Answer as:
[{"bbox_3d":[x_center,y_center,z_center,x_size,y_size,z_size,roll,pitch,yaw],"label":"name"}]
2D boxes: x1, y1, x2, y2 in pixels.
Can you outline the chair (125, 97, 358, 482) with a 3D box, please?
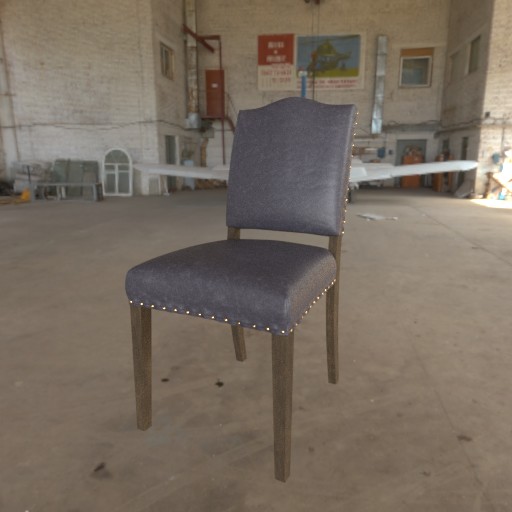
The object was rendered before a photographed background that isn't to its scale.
[{"bbox_3d":[0.000,0.000,1.372,0.500,0.991,0.633,7,15,27],"label":"chair"}]
